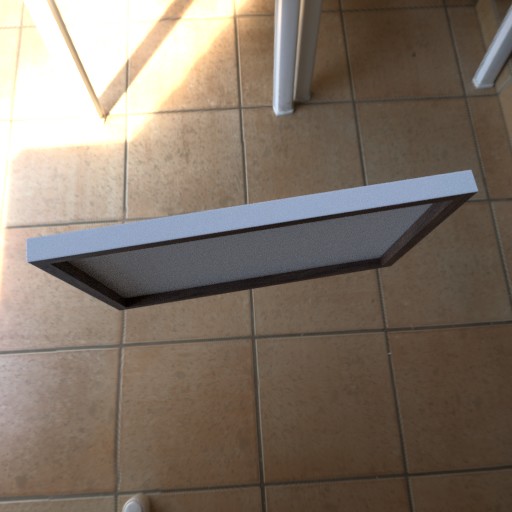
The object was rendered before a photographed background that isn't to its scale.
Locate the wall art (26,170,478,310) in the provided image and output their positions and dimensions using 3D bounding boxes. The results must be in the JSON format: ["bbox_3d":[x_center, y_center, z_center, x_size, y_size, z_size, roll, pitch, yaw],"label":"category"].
[{"bbox_3d":[0.000,0.000,1.184,0.914,0.610,0.050,-9,74,-3],"label":"wall art"}]
